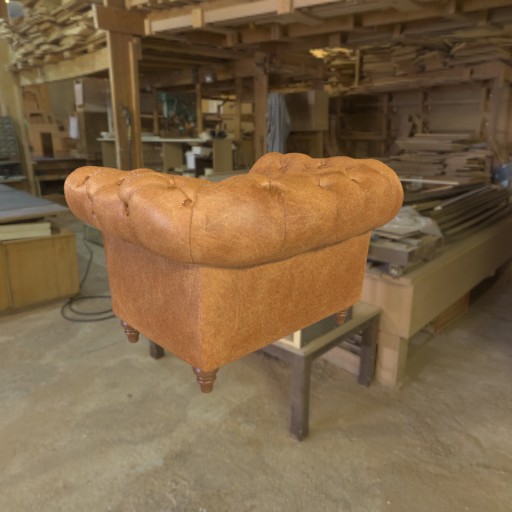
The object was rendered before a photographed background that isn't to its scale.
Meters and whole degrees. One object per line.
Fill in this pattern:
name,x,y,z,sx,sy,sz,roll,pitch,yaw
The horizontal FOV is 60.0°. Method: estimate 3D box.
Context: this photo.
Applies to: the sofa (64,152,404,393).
sofa,0.000,0.000,2.075,1.405,0.878,1.033,-16,23,-42
